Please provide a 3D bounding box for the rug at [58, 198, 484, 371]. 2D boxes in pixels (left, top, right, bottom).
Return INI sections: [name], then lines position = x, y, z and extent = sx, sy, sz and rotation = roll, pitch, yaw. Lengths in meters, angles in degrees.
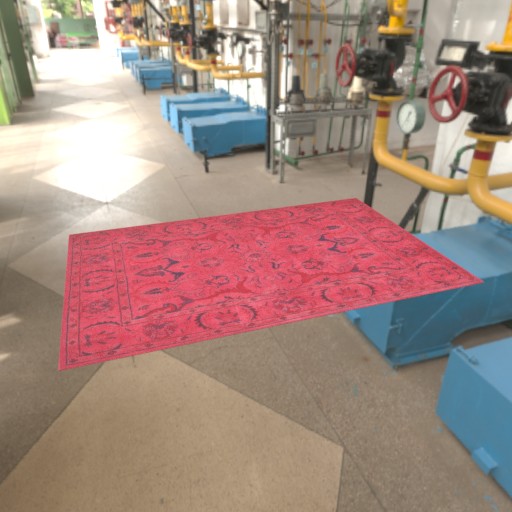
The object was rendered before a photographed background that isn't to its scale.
[rug]
position = 0.000, 0.000, 3.004
extent = 2.423, 0.010, 1.534
rotation = -9, 29, -16
